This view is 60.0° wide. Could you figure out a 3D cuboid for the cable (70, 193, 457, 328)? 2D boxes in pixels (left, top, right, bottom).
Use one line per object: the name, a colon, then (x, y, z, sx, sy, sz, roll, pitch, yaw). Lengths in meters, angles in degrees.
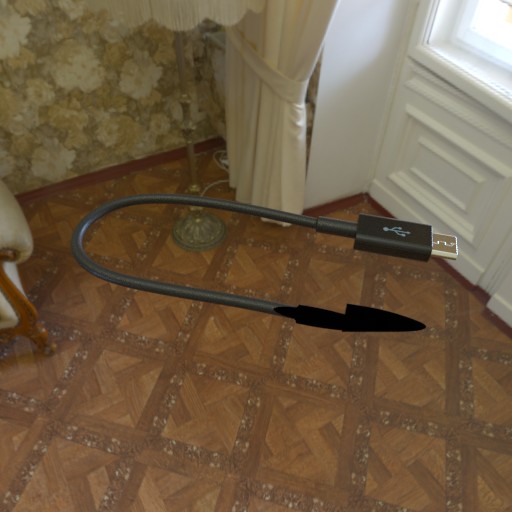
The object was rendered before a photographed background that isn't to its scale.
cable: (0.000, 0.000, 0.112, 0.098, 0.006, 0.040, 10, 49, 9)
